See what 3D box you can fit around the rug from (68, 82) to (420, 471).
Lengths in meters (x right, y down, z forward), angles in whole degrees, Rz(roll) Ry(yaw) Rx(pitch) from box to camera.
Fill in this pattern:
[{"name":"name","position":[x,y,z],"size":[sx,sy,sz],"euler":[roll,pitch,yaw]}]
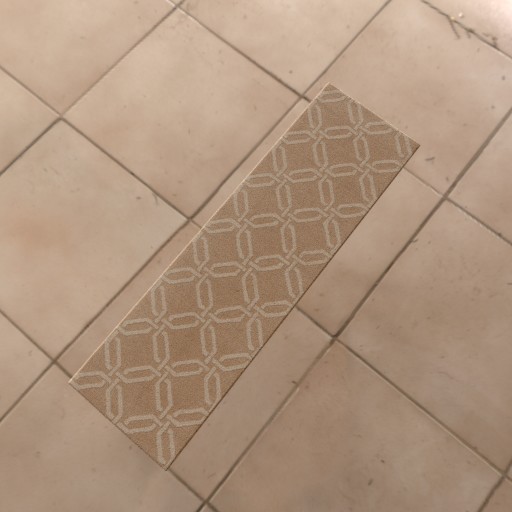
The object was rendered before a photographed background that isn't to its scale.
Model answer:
[{"name":"rug","position":[0.000,0.000,2.458],"size":[0.678,0.014,2.276],"euler":[38,79,9]}]
